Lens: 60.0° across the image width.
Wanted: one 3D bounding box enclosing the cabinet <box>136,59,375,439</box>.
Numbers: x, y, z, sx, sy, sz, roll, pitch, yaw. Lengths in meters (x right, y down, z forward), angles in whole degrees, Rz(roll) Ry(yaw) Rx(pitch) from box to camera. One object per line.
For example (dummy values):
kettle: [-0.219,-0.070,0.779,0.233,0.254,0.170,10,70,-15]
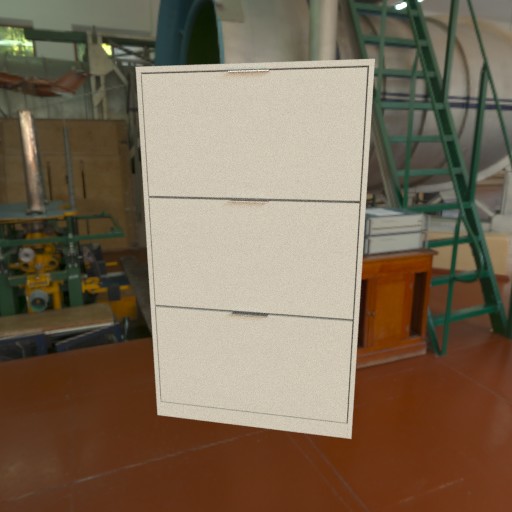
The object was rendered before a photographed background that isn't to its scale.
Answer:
cabinet: [0.000,0.000,1.627,0.750,1.280,0.250,3,15,11]
